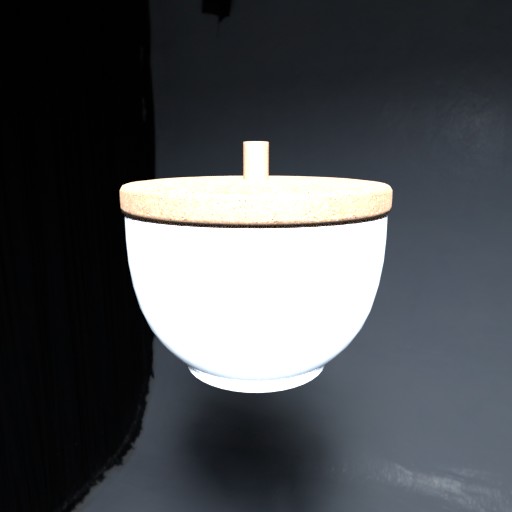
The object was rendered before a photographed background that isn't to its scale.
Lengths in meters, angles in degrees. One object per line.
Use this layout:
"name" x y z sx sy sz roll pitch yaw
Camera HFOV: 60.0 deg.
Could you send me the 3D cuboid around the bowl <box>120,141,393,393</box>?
"bowl" 0.000 0.000 0.221 0.126 0.110 0.126 0 12 0
